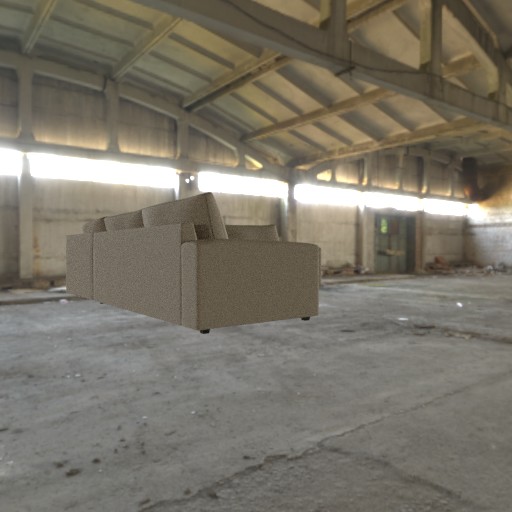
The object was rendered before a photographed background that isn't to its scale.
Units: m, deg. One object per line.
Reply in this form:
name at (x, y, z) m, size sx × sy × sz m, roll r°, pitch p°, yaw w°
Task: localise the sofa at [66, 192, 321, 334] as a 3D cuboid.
sofa at (0.000, 0.000, 4.868) m, size 3.206 × 0.918 × 3.066 m, roll -1°, pitch 1°, yaw -37°
